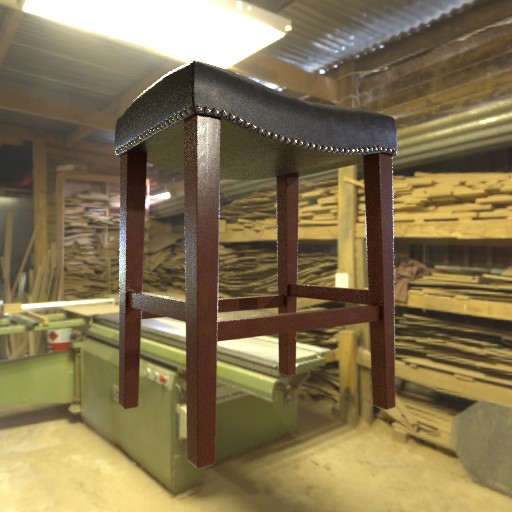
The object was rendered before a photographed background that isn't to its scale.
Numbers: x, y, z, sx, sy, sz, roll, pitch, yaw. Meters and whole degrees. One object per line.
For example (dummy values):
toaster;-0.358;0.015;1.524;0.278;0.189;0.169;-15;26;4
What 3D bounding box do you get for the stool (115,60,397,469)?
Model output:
stool;0.000;0.000;0.962;0.504;0.654;0.372;0;0;-36
